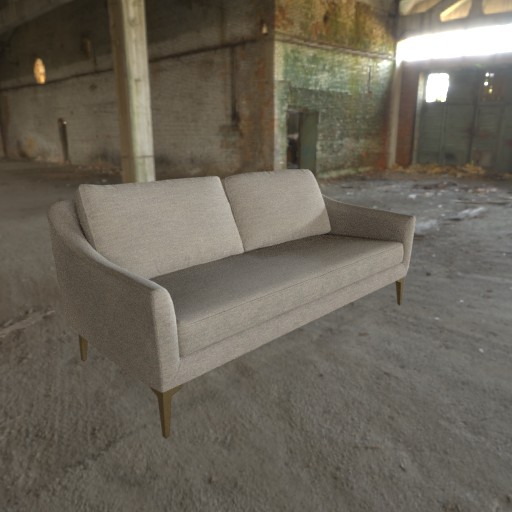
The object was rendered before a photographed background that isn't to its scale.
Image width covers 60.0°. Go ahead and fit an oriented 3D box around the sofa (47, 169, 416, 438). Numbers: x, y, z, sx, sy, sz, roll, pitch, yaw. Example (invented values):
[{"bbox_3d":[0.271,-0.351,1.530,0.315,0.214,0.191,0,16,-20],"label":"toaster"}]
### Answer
[{"bbox_3d":[0.000,0.000,2.561,0.980,0.913,2.036,15,21,42],"label":"sofa"}]
